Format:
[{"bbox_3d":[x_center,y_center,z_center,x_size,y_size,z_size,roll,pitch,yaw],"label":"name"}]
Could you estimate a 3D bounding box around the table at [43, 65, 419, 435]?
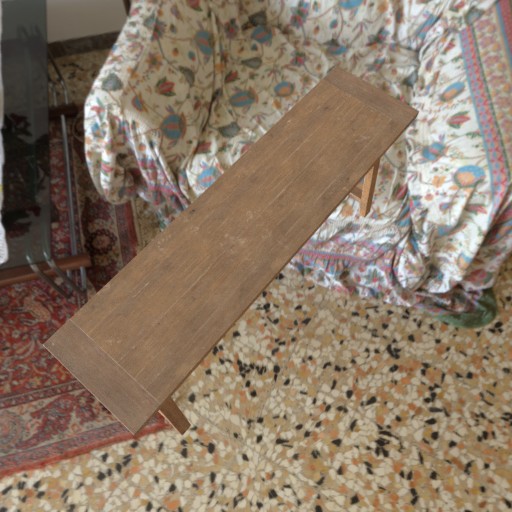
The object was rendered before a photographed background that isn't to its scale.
[{"bbox_3d":[0.000,0.000,2.167,0.465,0.810,1.800,37,69,16],"label":"table"}]
